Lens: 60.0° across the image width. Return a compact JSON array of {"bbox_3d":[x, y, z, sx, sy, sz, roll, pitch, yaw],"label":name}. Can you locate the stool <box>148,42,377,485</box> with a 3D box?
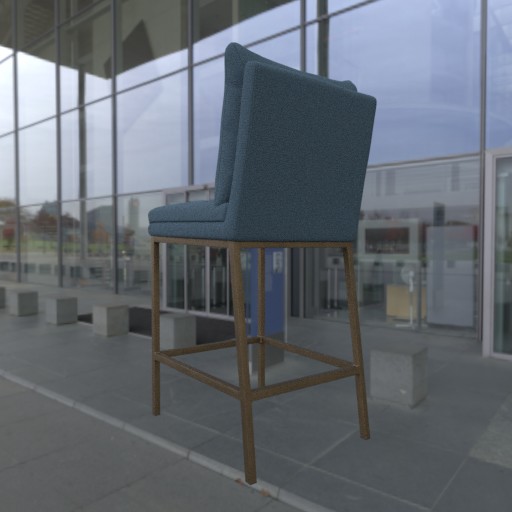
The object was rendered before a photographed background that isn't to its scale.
[{"bbox_3d":[0.000,0.000,1.338,0.463,1.032,0.568,-1,2,-36],"label":"stool"}]
